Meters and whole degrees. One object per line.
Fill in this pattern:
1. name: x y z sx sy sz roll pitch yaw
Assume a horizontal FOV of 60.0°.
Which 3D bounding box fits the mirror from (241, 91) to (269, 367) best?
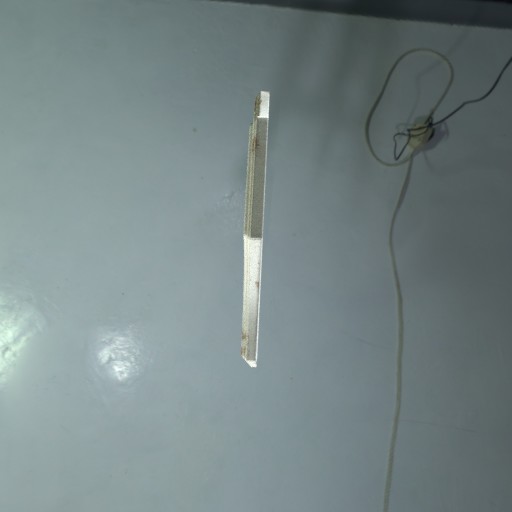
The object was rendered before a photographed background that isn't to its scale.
1. mirror: 0.000 0.000 0.848 0.022 0.717 0.403 3 75 1
